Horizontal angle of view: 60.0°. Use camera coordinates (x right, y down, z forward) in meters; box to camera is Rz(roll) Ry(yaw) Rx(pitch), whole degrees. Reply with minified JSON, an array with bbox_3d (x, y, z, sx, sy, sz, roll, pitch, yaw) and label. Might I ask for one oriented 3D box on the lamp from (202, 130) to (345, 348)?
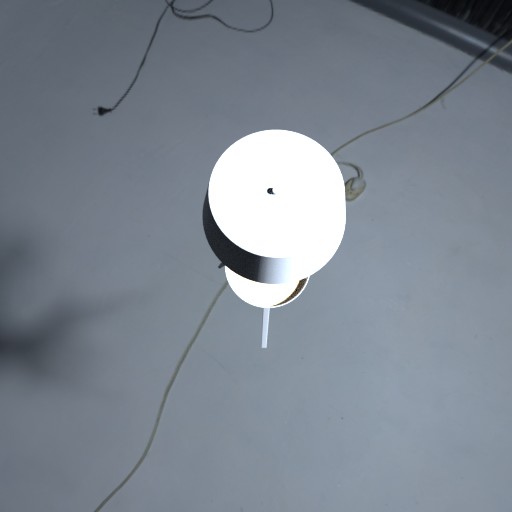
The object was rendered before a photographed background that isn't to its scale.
[{"bbox_3d":[0.000,0.000,1.670,0.468,1.429,0.508,30,78,7],"label":"lamp"}]
